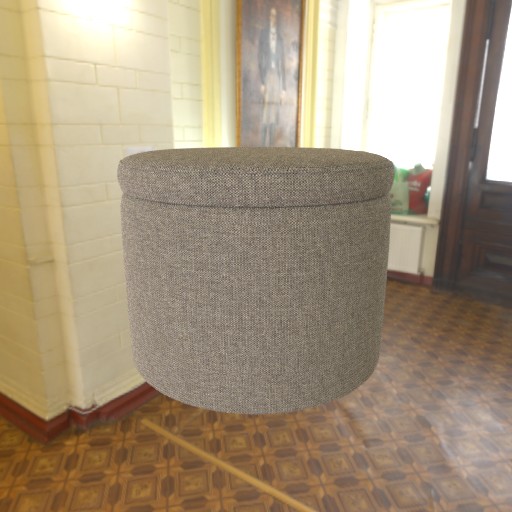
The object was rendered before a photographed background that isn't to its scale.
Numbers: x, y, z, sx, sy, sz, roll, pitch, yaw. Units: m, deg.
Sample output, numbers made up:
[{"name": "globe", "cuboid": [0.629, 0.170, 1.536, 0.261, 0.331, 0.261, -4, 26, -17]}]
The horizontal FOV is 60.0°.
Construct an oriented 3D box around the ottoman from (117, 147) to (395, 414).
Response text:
[{"name": "ottoman", "cuboid": [0.000, 0.000, 0.910, 0.520, 0.430, 0.520, 0, 16, 0]}]
